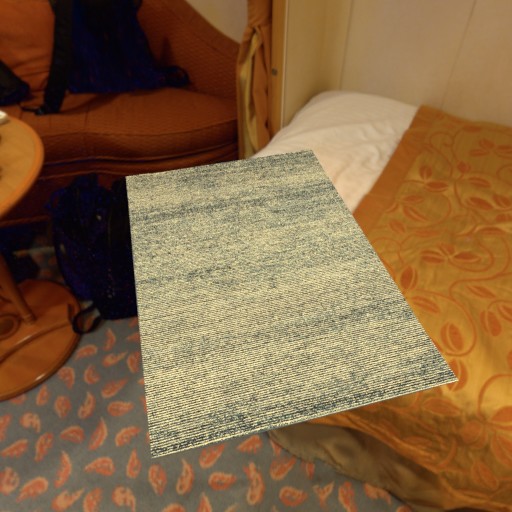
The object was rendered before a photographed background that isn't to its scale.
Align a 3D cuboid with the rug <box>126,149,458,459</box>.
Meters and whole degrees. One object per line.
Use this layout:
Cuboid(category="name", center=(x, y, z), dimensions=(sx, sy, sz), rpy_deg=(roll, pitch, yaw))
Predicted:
Cuboid(category="rug", center=(0.000, 0.000, 3.007), dimensions=(1.624, 0.030, 2.349), rpy_deg=(-10, 46, -10))
